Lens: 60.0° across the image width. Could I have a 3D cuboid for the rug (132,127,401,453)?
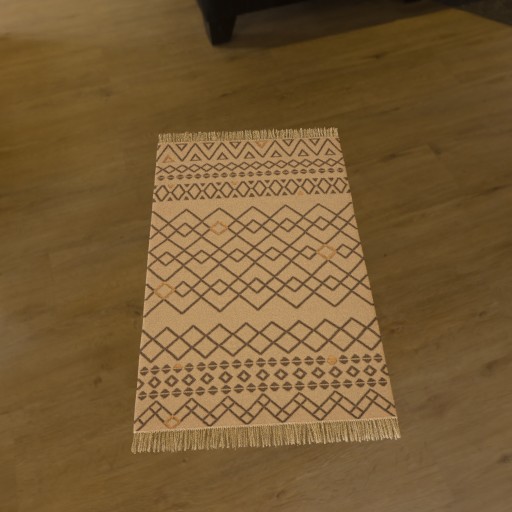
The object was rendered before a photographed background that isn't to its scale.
[{"bbox_3d":[0.000,0.000,2.516,1.224,0.028,2.023,-3,59,-2],"label":"rug"}]
